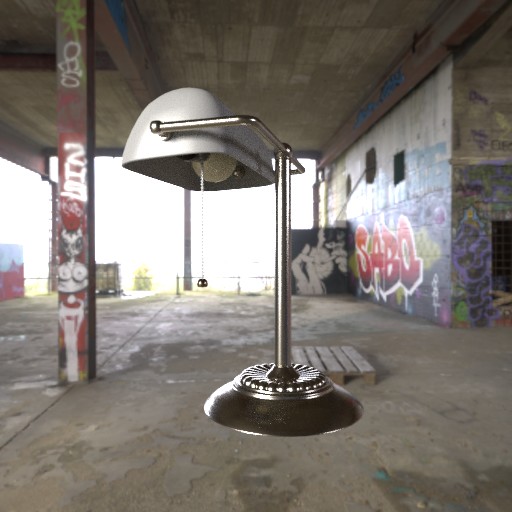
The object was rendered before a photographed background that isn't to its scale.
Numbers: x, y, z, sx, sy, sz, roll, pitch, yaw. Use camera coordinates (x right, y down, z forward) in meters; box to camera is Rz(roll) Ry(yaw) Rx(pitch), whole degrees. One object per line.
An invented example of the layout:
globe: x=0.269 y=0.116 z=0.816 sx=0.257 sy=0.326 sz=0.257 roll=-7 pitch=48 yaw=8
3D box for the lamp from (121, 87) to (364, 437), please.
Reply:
lamp: x=0.000 y=0.000 z=0.513 sx=0.243 sy=0.339 sz=0.264 roll=0 pitch=0 yaw=17
